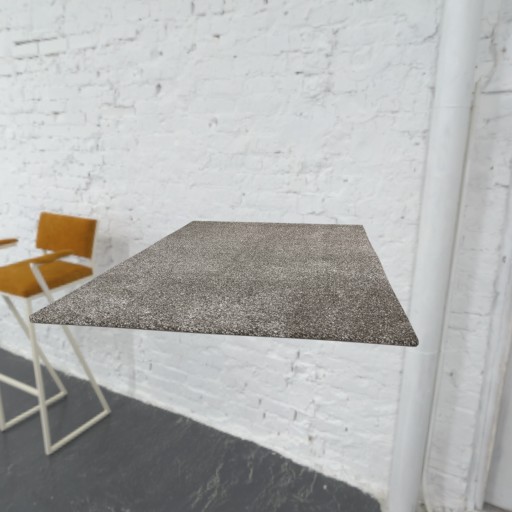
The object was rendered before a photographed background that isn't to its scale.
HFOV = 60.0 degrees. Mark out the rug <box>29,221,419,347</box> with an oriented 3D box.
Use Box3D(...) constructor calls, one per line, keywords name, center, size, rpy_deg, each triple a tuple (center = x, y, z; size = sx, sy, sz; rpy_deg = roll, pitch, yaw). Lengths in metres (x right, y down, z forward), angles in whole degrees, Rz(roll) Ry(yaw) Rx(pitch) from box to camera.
Box3D(name="rug", center=(0.000, 0.000, 2.782), size=(1.501, 0.025, 2.352), rpy_deg=(2, 14, 8))
